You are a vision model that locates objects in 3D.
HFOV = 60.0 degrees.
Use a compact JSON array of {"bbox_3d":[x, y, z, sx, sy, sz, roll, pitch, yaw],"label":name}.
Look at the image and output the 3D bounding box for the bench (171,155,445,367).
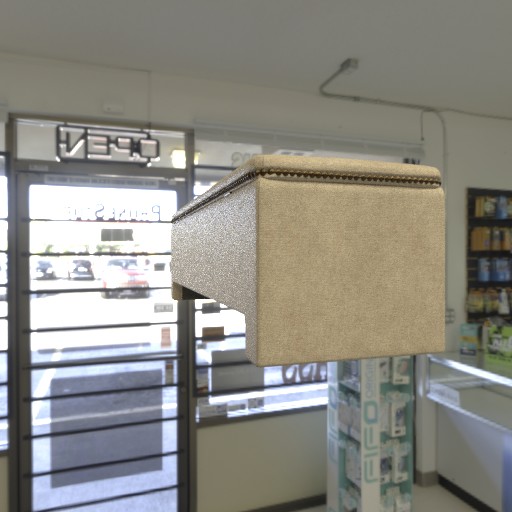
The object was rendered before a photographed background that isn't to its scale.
[{"bbox_3d":[0.000,0.000,1.651,0.470,0.447,1.482,0,0,-18],"label":"bench"}]
